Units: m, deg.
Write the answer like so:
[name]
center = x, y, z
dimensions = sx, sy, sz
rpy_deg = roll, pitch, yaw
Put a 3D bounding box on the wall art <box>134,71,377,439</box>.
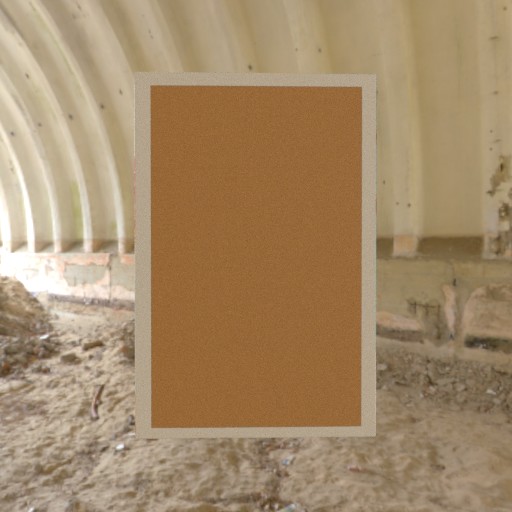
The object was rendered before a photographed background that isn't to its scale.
[wall art]
center = 0.000, 0.000, 1.126
dimensions = 0.605, 0.915, 0.037
rpy_deg = 0, 1, -1
